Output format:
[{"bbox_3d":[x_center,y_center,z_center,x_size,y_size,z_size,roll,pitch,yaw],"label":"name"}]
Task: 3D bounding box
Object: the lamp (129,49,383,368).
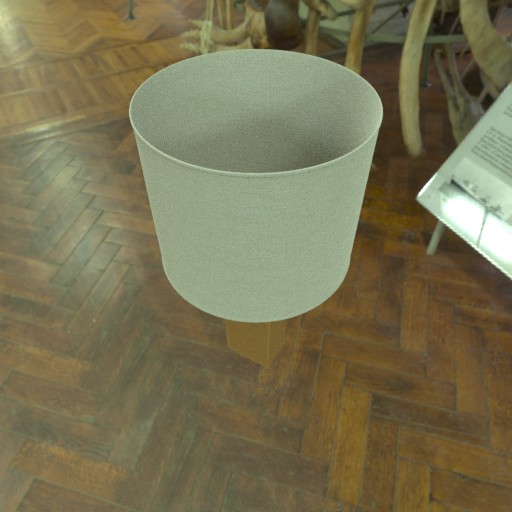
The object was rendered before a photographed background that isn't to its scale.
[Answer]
[{"bbox_3d":[0.000,0.000,0.558,0.229,0.417,0.229,23,51,20],"label":"lamp"}]
